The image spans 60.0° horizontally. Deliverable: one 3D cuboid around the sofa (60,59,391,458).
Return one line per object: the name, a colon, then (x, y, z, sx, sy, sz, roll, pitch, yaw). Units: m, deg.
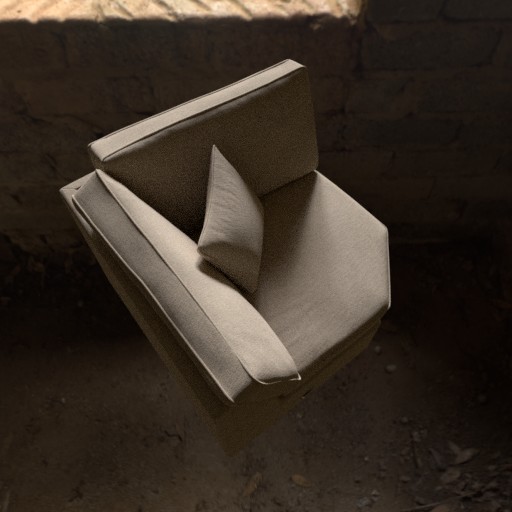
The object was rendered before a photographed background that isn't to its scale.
sofa: (0.000, 0.000, 1.798, 1.042, 0.937, 1.050, -32, 63, -19)
